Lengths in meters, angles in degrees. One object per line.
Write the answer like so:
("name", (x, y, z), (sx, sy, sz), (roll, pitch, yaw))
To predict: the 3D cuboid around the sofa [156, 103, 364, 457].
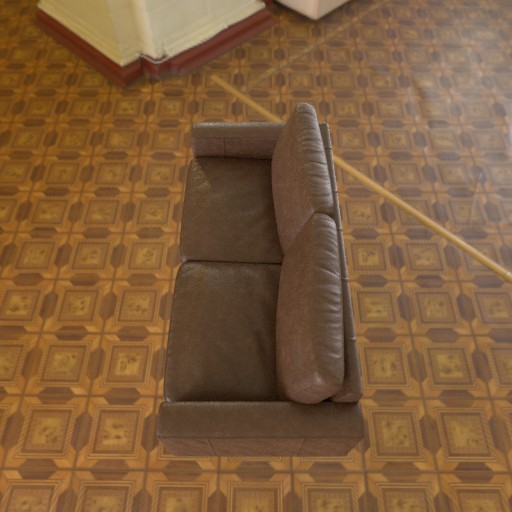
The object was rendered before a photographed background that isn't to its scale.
("sofa", (0.000, 0.000, 2.747), (1.016, 0.873, 2.179), (0, 57, 0))
